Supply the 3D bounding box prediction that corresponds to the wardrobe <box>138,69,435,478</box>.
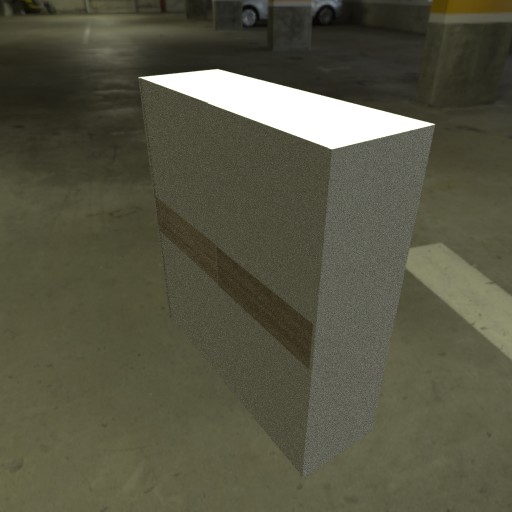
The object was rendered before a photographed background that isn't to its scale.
[{"bbox_3d":[0.000,0.000,2.919,0.600,2.020,1.830,-20,36,-29],"label":"wardrobe"}]
